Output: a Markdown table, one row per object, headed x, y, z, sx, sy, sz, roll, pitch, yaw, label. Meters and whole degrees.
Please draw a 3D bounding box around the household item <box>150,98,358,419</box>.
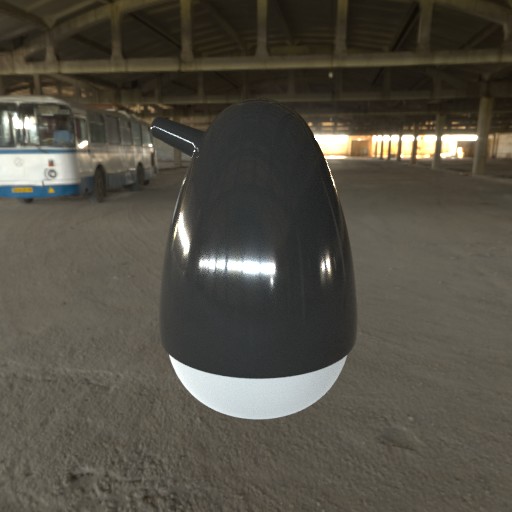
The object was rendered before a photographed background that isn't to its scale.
| x | y | z | sx | sy | sz | roll | pitch | yaw | label |
| --- | --- | --- | --- | --- | --- | --- | --- | --- | --- |
| 0.000 | 0.000 | 0.225 | 0.104 | 0.152 | 0.102 | 2 | 14 | 9 | household item |
